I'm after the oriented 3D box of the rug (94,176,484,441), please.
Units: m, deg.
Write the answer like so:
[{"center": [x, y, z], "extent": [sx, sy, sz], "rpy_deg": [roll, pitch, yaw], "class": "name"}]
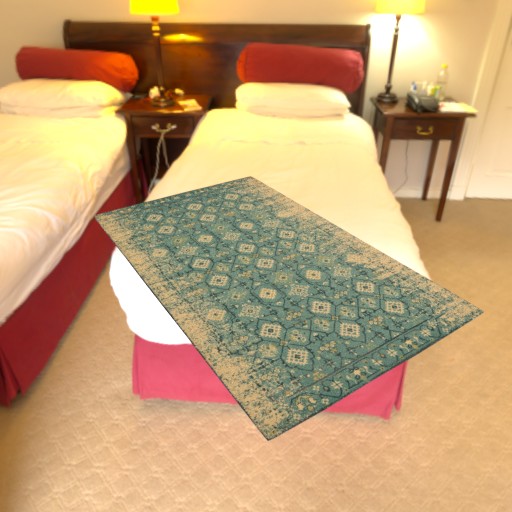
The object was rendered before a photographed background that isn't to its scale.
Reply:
[{"center": [0.000, 0.000, 2.216], "extent": [1.102, 0.008, 1.795], "rpy_deg": [-19, 37, -28], "class": "rug"}]
